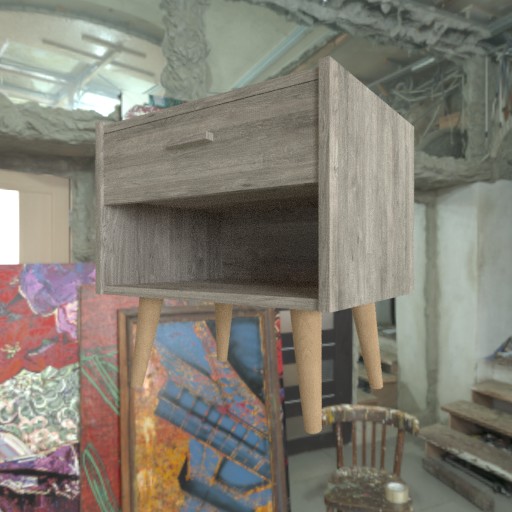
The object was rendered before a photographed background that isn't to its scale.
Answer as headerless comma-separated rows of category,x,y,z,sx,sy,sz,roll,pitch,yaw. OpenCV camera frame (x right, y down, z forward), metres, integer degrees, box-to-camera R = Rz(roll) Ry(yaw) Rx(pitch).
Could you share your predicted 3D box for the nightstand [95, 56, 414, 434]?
nightstand,0.000,0.000,0.840,0.480,0.500,0.380,0,0,35
